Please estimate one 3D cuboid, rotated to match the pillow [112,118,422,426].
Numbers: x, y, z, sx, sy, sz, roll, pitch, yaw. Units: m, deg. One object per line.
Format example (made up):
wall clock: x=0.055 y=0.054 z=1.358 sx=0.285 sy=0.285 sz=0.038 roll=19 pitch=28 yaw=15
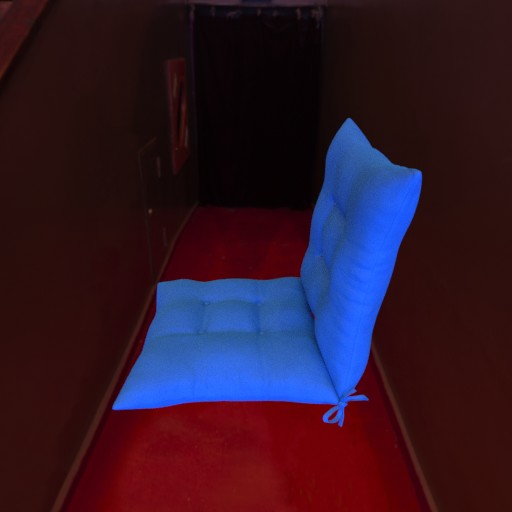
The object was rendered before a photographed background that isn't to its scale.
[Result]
pillow: x=0.000 y=0.000 z=1.018 sx=0.585 sy=0.536 sz=0.541 roll=-1 pitch=27 yaw=-1
